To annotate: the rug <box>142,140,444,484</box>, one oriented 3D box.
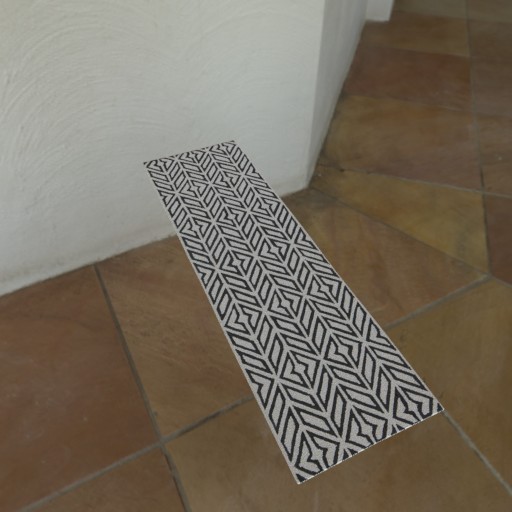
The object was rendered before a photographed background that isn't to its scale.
[{"bbox_3d":[0.000,0.000,2.647,0.750,0.009,2.435,-19,49,-17],"label":"rug"}]
